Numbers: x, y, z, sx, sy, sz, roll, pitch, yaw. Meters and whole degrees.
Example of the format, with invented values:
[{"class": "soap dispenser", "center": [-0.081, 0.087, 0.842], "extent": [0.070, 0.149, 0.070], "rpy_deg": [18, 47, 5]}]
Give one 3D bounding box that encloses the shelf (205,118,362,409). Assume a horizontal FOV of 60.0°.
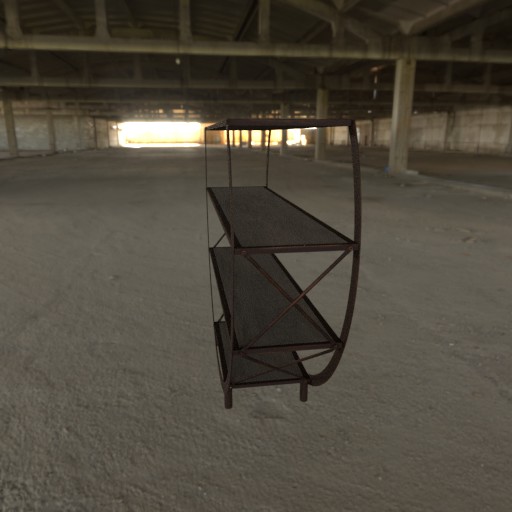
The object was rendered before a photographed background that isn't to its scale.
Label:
[{"class": "shelf", "center": [0.000, 0.000, 1.866], "extent": [0.344, 1.063, 1.403], "rpy_deg": [-2, 15, -9]}]
